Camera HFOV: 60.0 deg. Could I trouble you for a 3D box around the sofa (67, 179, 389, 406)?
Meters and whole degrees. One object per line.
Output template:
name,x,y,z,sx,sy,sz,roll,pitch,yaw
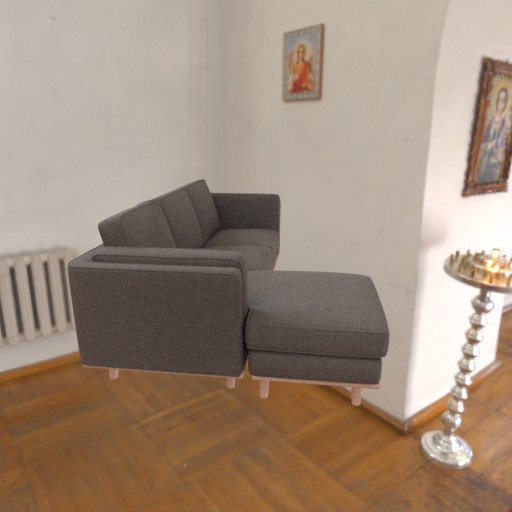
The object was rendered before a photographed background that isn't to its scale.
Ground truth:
sofa,0.000,0.000,3.269,1.604,0.929,2.411,2,16,7
